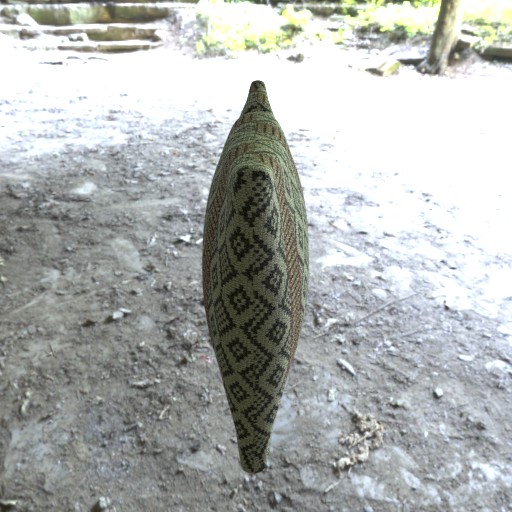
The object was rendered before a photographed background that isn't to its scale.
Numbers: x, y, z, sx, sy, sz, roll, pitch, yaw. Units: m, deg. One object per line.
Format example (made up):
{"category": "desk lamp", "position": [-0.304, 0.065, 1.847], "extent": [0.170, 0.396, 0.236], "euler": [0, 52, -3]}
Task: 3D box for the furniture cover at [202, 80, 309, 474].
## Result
{"category": "furniture cover", "position": [0.000, 0.000, 0.780], "extent": [0.182, 0.506, 0.503], "euler": [0, 32, 1]}
